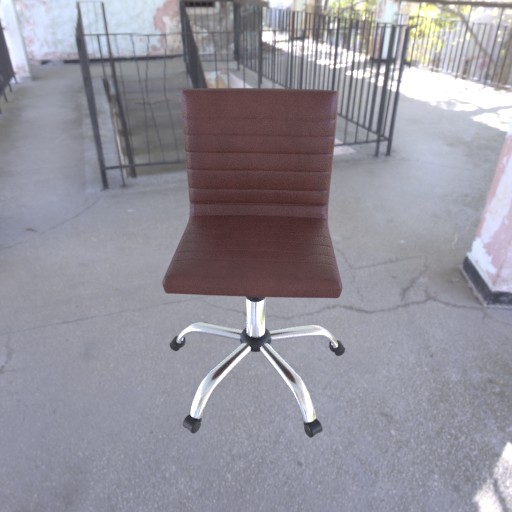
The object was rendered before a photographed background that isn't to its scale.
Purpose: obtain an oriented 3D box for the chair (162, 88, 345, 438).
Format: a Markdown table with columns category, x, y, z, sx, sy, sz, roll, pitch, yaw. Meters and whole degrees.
| category | x | y | z | sx | sy | sz | roll | pitch | yaw |
| --- | --- | --- | --- | --- | --- | --- | --- | --- | --- |
| chair | 0.000 | 0.000 | 1.162 | 0.556 | 0.780 | 0.530 | 1 | 32 | 2 |
